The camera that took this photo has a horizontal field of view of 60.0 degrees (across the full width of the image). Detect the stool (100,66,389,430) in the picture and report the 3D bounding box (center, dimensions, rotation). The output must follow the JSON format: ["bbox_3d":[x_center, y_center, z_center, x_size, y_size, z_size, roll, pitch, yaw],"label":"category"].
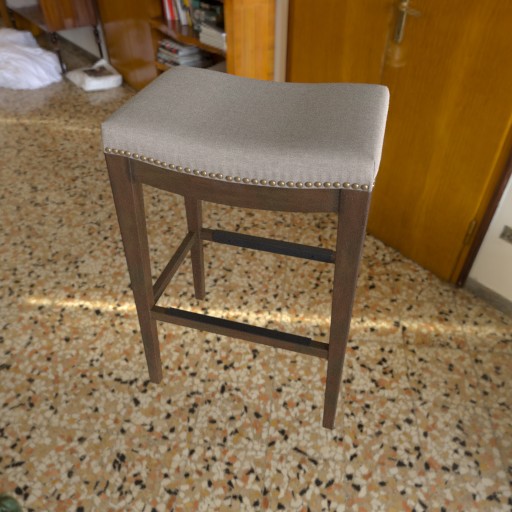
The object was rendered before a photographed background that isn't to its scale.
[{"bbox_3d":[0.000,0.000,1.063,0.508,0.762,0.356,11,42,12],"label":"stool"}]
